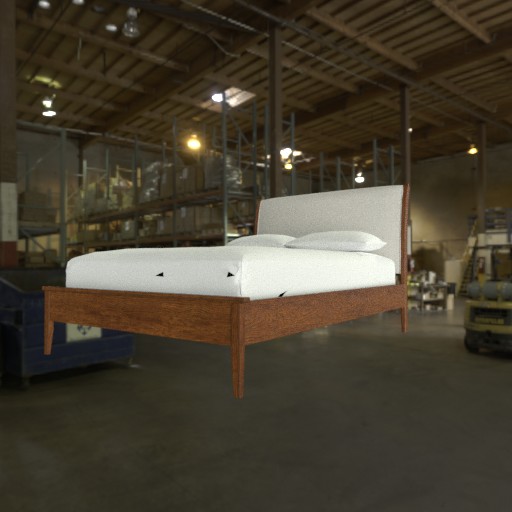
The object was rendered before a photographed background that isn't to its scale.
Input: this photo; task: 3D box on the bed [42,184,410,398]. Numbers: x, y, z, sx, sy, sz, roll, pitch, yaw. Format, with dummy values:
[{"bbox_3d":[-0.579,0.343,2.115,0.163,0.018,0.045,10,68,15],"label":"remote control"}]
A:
[{"bbox_3d":[0.000,0.000,3.292,1.612,1.250,2.380,-1,-1,36],"label":"bed"}]
